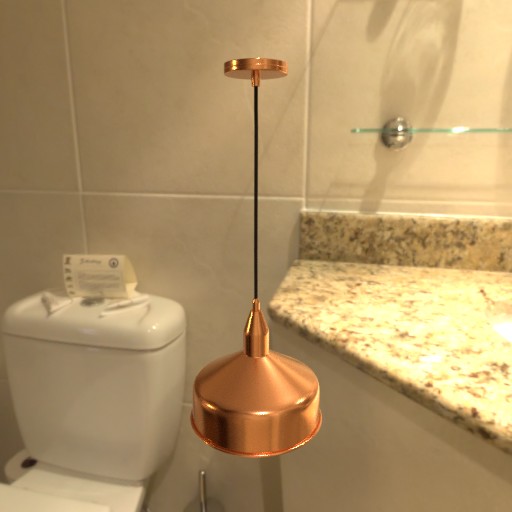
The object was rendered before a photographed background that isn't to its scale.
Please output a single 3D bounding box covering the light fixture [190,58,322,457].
[{"bbox_3d":[0.000,0.000,0.936,0.301,0.754,0.301,-6,15,-24],"label":"light fixture"}]
